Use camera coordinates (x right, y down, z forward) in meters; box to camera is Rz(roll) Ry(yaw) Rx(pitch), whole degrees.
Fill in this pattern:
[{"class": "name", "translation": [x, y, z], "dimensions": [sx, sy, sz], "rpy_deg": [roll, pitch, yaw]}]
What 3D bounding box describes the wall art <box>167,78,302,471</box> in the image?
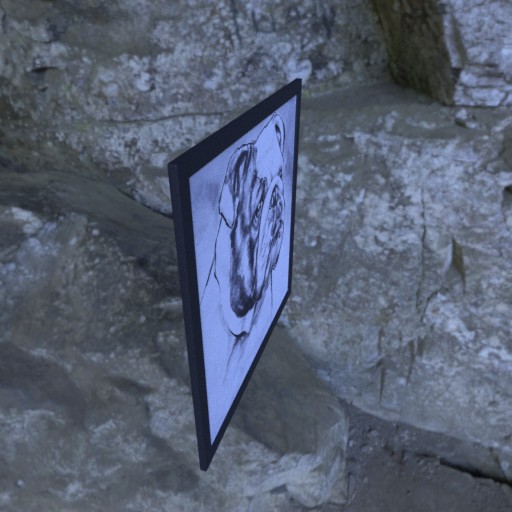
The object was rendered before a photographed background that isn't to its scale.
[{"class": "wall art", "translation": [0.000, 0.000, 0.856], "dimensions": [0.012, 0.558, 0.562], "rpy_deg": [10, 33, 16]}]
